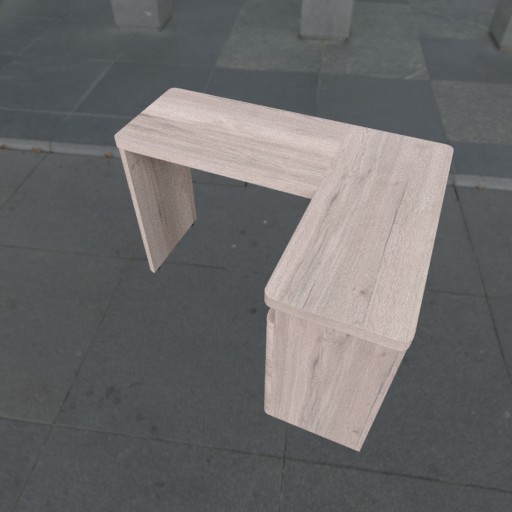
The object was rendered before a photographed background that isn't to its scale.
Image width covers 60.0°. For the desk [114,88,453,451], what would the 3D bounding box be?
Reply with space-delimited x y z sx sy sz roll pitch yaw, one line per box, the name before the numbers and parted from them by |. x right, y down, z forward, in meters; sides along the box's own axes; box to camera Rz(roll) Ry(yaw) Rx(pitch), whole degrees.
desk | 0.000 0.000 1.744 1.169 0.760 0.900 17 49 16
